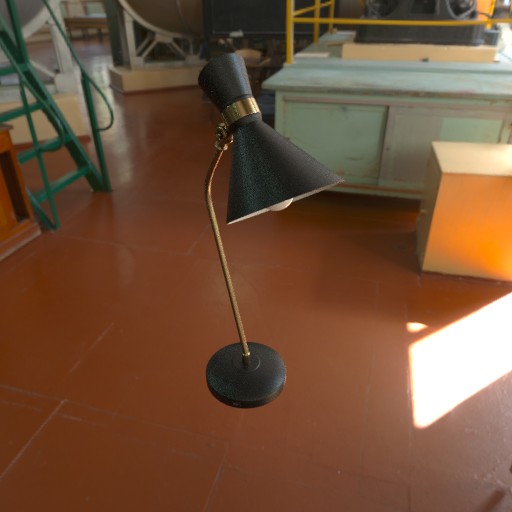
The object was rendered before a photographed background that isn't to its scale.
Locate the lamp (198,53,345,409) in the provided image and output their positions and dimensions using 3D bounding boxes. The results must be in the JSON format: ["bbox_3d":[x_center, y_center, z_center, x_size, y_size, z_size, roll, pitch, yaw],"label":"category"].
[{"bbox_3d":[0.000,0.000,0.781,0.189,0.647,0.292,-24,38,-34],"label":"lamp"}]
